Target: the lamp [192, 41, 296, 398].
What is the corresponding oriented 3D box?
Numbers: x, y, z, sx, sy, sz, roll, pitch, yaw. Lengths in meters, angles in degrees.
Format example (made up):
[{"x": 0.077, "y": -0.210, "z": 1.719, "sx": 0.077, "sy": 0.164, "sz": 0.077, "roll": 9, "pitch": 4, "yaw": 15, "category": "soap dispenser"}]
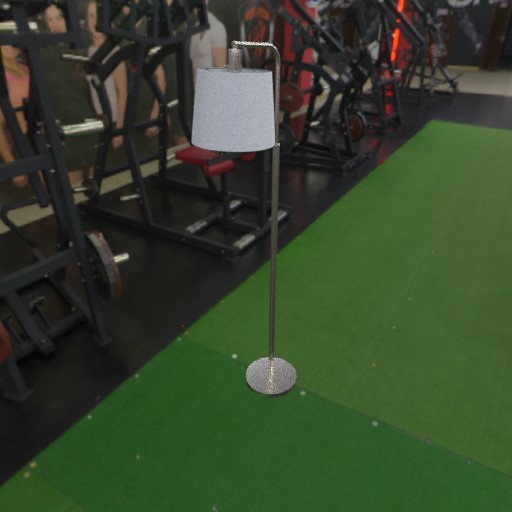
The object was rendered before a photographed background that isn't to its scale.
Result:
[{"x": 0.000, "y": 0.000, "z": 1.679, "sx": 0.254, "sy": 1.478, "sz": 0.508, "roll": 18, "pitch": 34, "yaw": 29, "category": "lamp"}]
